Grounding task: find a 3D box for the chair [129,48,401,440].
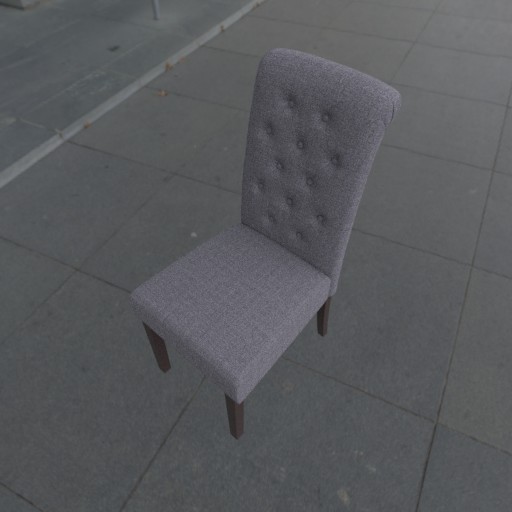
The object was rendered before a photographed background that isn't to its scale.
[{"bbox_3d":[0.000,0.000,1.365,0.456,1.006,0.671,33,55,27],"label":"chair"}]
